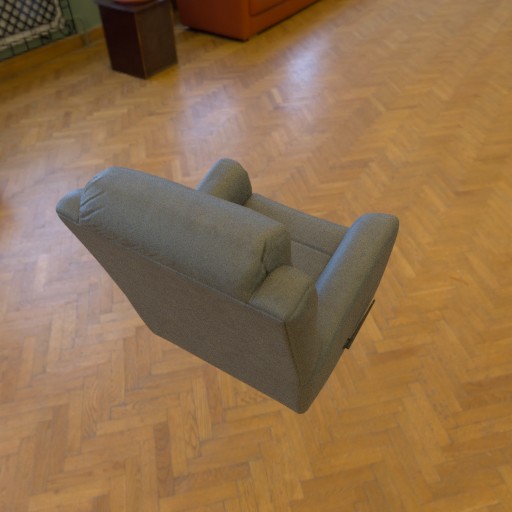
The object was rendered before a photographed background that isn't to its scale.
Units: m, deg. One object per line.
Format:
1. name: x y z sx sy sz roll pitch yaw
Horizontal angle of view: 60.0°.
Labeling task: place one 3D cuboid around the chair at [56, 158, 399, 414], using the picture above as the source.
1. chair: 0.000 0.000 1.863 0.967 1.116 1.068 23 49 22
